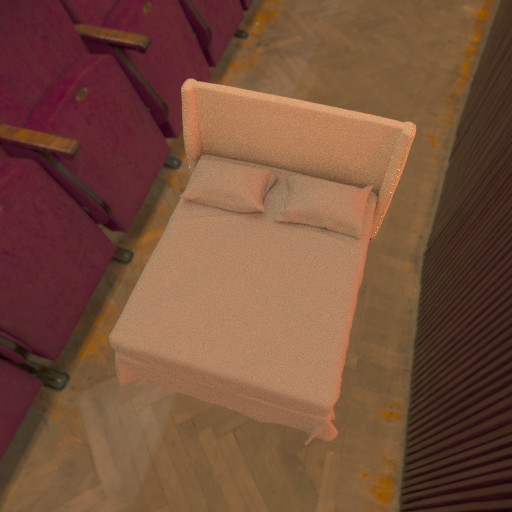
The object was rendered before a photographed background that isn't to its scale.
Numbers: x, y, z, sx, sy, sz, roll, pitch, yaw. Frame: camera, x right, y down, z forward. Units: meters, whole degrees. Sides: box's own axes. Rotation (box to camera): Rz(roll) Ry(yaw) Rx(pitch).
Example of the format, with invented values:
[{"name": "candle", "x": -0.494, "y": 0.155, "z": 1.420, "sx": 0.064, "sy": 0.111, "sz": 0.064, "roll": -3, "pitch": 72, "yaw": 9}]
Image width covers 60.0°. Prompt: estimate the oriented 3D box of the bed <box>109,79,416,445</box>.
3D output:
[{"name": "bed", "x": 0.000, "y": 0.000, "z": 3.533, "sx": 1.925, "sy": 1.332, "sz": 2.276, "roll": 14, "pitch": 59, "yaw": 9}]
